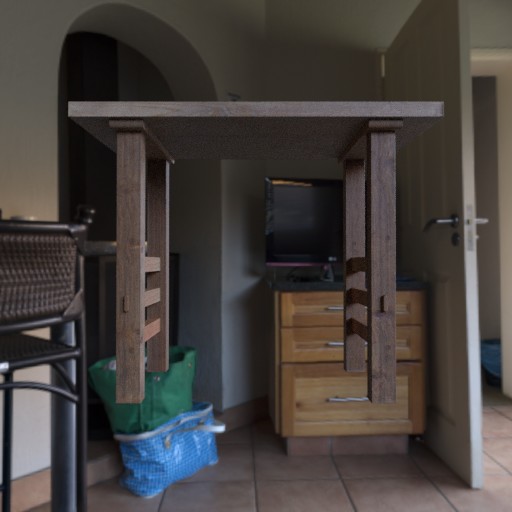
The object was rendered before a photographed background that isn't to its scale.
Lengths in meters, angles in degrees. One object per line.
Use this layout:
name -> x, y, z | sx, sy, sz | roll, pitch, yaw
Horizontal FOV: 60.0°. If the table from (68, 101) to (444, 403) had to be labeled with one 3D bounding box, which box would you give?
table -> 0.000, 0.000, 1.592 | 1.119, 0.914, 0.556 | 0, -1, 0
